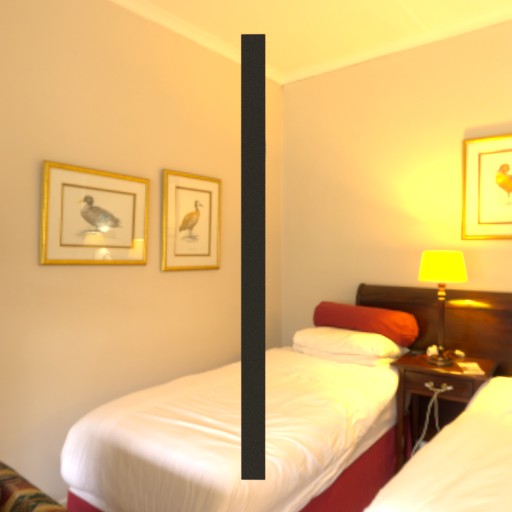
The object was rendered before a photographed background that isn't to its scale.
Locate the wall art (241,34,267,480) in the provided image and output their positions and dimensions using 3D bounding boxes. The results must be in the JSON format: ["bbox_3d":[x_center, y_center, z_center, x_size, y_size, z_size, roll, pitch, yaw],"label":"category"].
[{"bbox_3d":[0.000,0.000,1.132,0.044,0.758,0.758,0,1,1],"label":"wall art"}]
